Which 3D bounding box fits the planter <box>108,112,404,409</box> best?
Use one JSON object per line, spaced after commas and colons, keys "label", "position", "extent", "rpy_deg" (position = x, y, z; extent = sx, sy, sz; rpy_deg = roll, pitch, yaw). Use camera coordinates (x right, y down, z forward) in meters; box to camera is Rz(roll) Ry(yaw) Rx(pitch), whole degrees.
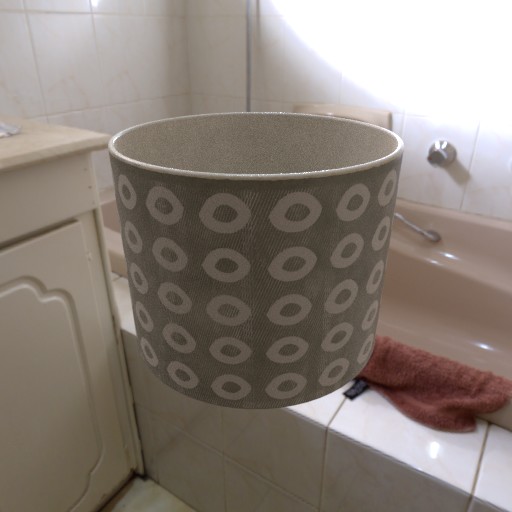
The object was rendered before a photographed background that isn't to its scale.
{"label": "planter", "position": [0.000, 0.000, 0.337], "extent": [0.190, 0.181, 0.190], "rpy_deg": [0, 27, 0]}
